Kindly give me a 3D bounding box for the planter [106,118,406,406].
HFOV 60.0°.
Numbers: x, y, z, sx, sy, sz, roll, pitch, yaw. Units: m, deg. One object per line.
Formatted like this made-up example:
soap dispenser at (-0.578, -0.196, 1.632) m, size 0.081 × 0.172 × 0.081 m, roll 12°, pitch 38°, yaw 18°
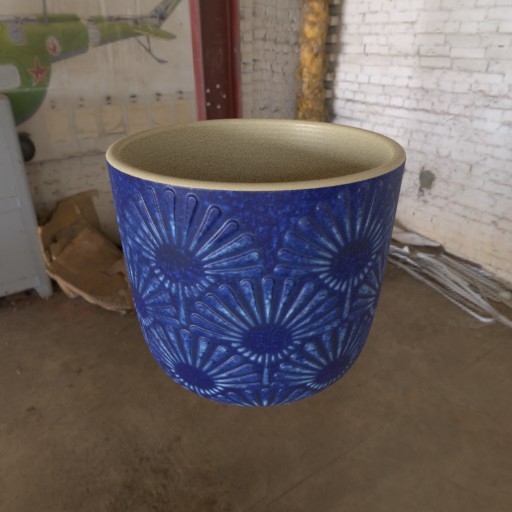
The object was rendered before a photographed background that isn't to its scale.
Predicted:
planter at (0.000, 0.000, 0.214) m, size 0.124 × 0.109 × 0.124 m, roll 0°, pitch 27°, yaw 0°
